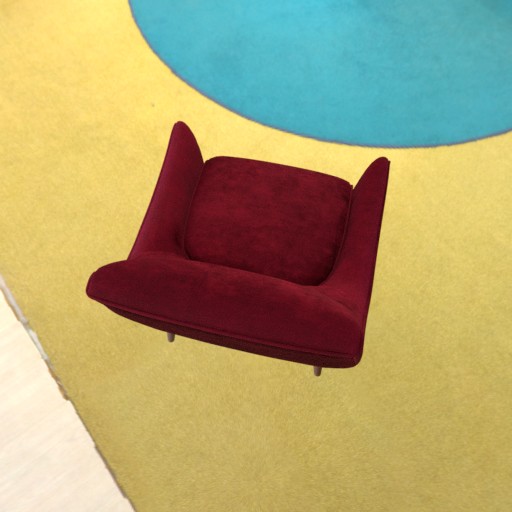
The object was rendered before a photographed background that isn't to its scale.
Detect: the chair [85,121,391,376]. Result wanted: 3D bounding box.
[{"bbox_3d":[0.000,0.000,1.471,0.762,0.838,0.787,12,63,6],"label":"chair"}]
